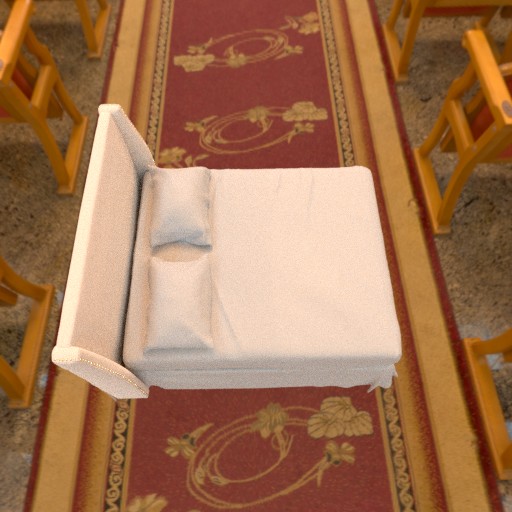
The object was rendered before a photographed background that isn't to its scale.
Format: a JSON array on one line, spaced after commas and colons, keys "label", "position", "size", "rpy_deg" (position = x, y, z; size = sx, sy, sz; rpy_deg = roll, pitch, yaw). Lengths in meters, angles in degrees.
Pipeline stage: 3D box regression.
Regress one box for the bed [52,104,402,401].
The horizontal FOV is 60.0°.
[{"label": "bed", "position": [0.000, 0.000, 3.402], "size": [2.276, 1.332, 1.925], "rpy_deg": [-1, 63, -1]}]
